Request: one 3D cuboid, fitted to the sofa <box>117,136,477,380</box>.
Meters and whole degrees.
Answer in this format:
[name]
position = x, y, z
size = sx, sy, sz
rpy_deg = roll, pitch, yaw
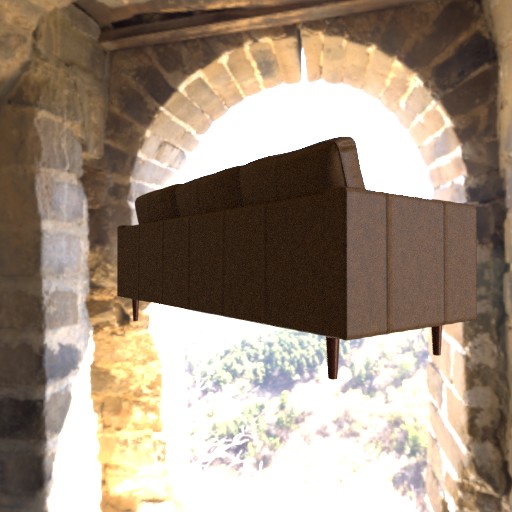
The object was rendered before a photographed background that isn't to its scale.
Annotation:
[sofa]
position = 0.000, 0.000, 2.645
size = 0.903, 0.930, 2.231
rpy_deg = 0, -1, -37
